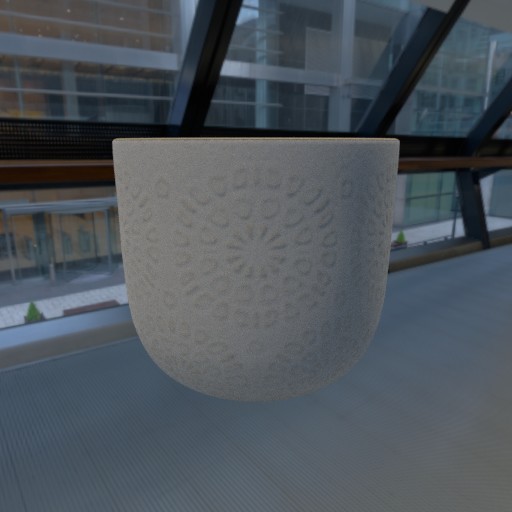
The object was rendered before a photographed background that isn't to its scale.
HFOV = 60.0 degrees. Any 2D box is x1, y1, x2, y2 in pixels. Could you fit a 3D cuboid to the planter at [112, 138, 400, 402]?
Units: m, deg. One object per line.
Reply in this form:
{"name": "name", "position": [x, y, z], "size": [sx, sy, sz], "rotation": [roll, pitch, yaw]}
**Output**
{"name": "planter", "position": [0.000, 0.000, 0.214], "size": [0.124, 0.109, 0.124], "rotation": [0, 14, 0]}
